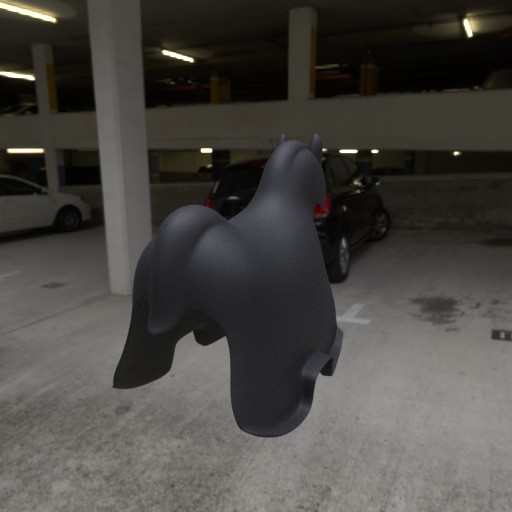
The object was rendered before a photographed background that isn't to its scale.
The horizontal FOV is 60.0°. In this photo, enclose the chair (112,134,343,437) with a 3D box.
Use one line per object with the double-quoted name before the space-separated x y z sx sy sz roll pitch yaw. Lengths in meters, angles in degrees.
"chair" 0.000 0.000 1.128 0.429 0.612 0.800 7 15 27
